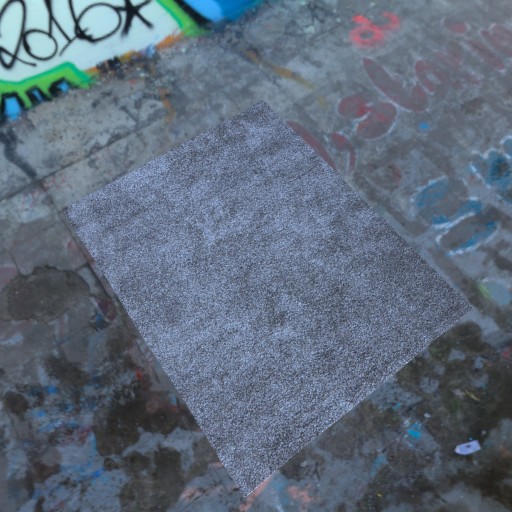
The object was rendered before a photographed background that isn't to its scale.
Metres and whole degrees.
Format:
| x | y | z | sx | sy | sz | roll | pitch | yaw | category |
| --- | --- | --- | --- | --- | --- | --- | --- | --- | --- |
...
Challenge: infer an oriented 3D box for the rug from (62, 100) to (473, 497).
| x | y | z | sx | sy | sz | roll | pitch | yaw | category |
| --- | --- | --- | --- | --- | --- | --- | --- | --- | --- |
| 0.000 | 0.000 | 4.003 | 2.401 | 0.025 | 3.000 | -33 | 68 | -16 | rug |
